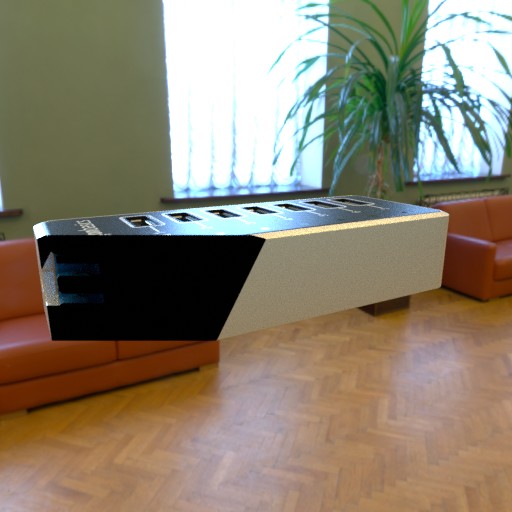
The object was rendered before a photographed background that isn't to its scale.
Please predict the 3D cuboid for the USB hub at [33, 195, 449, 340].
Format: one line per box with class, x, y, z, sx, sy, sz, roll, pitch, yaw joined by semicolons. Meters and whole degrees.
USB hub;0.000;0.000;0.126;0.110;0.023;0.044;-8;18;-28
